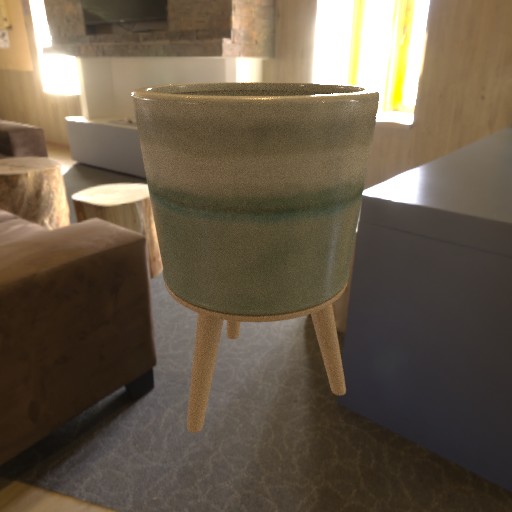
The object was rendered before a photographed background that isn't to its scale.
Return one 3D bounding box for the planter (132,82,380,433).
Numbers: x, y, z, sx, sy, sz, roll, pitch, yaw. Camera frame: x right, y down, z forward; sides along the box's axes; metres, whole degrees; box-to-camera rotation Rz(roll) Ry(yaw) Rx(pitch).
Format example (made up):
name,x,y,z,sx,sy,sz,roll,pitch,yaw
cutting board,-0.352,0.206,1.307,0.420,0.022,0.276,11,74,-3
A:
name,x,y,z,sx,sy,sz,roll,pitch,yaw
planter,0.000,0.000,0.568,0.265,0.404,0.265,-17,29,-33
